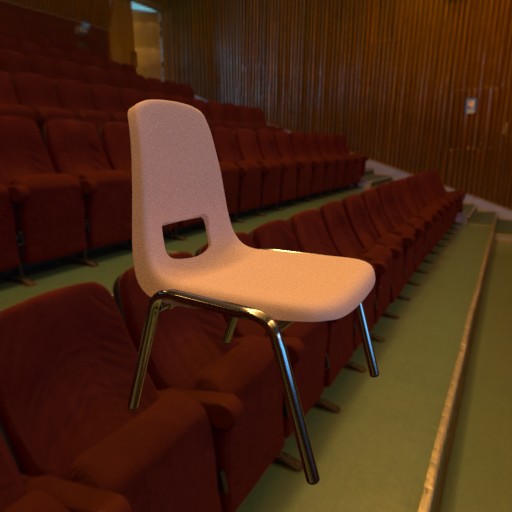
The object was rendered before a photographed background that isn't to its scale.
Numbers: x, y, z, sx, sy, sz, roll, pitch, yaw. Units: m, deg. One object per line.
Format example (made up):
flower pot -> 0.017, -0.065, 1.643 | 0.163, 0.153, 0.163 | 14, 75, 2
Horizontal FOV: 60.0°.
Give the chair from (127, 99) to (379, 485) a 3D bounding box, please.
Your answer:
chair -> 0.000, 0.000, 0.784 | 0.385, 0.537, 0.354 | 8, 16, 28
